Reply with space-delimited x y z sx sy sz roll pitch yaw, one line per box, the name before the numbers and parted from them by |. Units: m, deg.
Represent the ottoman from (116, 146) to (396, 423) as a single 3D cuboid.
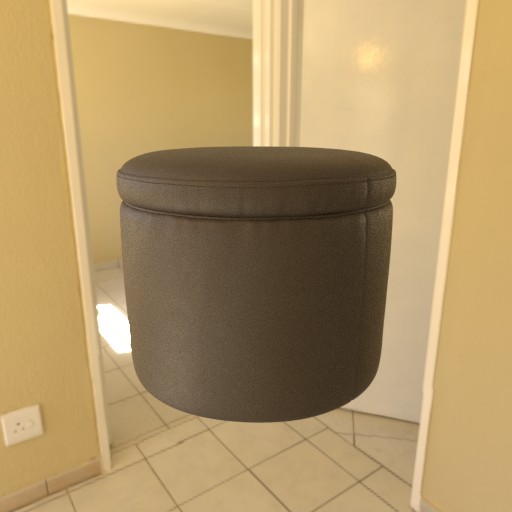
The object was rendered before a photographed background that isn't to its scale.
ottoman | 0.000 0.000 0.864 0.500 0.409 0.500 0 16 0
